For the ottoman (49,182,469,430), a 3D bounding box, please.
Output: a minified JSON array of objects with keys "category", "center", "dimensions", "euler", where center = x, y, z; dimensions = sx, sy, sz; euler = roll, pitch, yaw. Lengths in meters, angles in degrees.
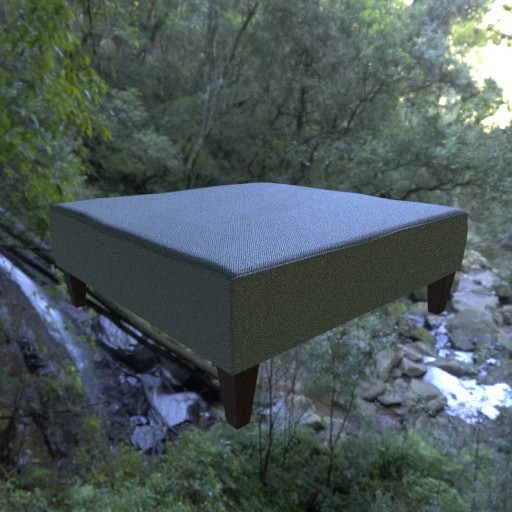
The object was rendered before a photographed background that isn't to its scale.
[{"category":"ottoman","center":[0.000,0.000,1.488],"dimensions":[1.004,0.379,0.968],"euler":[-14,21,-40]}]
